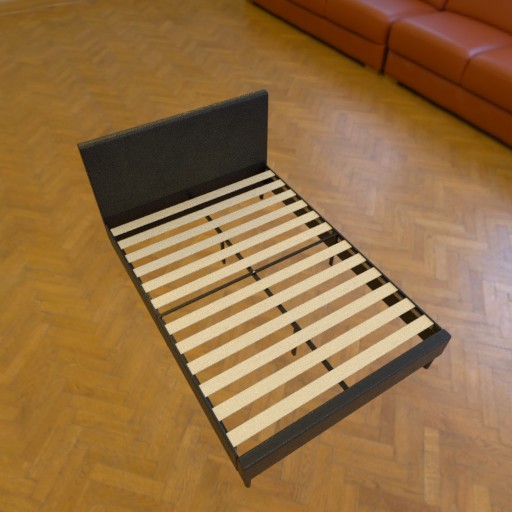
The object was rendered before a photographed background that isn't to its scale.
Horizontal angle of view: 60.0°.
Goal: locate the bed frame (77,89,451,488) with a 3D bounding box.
[{"bbox_3d":[0.000,0.000,2.941,1.469,1.046,2.152,-24,51,-21],"label":"bed frame"}]
